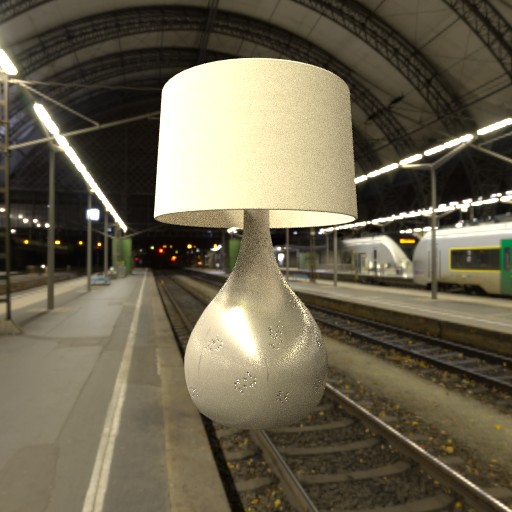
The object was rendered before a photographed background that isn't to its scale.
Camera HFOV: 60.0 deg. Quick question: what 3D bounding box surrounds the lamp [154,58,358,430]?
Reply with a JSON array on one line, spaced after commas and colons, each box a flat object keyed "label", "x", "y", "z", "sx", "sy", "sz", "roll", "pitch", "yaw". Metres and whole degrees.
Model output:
[{"label": "lamp", "x": 0.000, "y": 0.000, "z": 0.737, "sx": 0.330, "sy": 0.521, "sz": 0.330, "roll": 0, "pitch": -1, "yaw": 0}]
